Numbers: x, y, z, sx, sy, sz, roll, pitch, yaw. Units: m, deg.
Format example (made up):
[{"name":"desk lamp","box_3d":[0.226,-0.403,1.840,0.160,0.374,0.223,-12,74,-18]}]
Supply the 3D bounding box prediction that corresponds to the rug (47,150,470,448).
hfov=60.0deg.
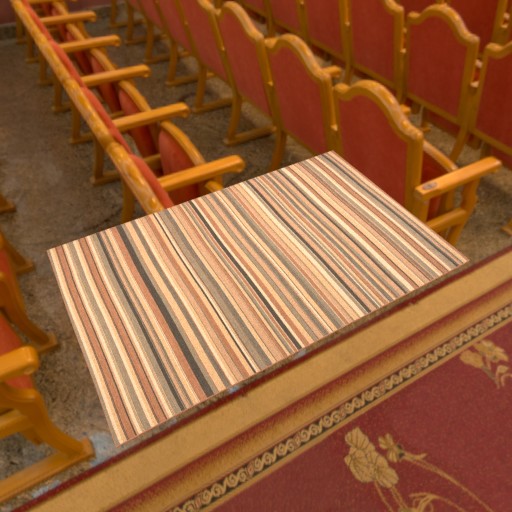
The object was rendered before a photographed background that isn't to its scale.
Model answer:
[{"name":"rug","box_3d":[0.000,0.000,3.000,2.438,0.014,1.523,-23,51,-20]}]
